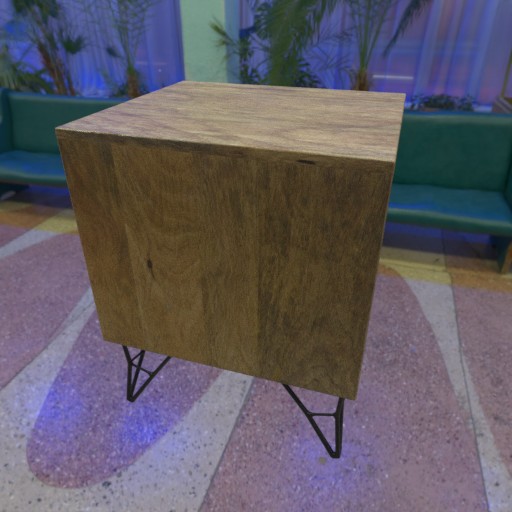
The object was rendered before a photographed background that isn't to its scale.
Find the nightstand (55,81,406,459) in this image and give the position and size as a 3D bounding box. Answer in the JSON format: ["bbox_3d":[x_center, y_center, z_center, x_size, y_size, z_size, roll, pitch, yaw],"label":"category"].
[{"bbox_3d":[0.000,0.000,0.861,0.457,0.559,0.406,9,32,15],"label":"nightstand"}]
